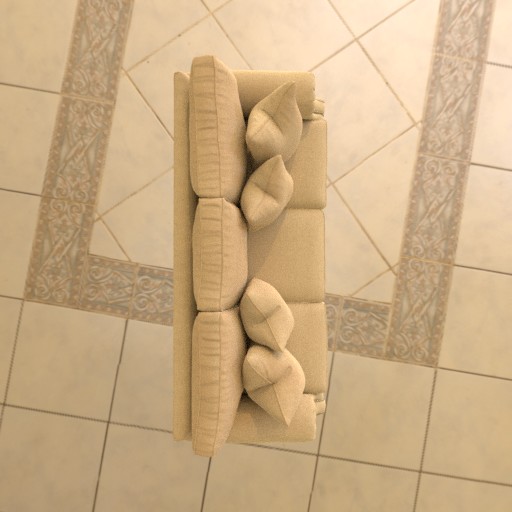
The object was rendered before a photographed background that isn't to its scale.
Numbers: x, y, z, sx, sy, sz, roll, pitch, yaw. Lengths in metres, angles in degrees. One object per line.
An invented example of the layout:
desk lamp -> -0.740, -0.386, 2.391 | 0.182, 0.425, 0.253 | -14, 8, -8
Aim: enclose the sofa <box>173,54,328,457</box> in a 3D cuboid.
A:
sofa -> 0.000, 0.000, 2.844 | 0.965, 0.975, 2.312 | 0, 89, -1
